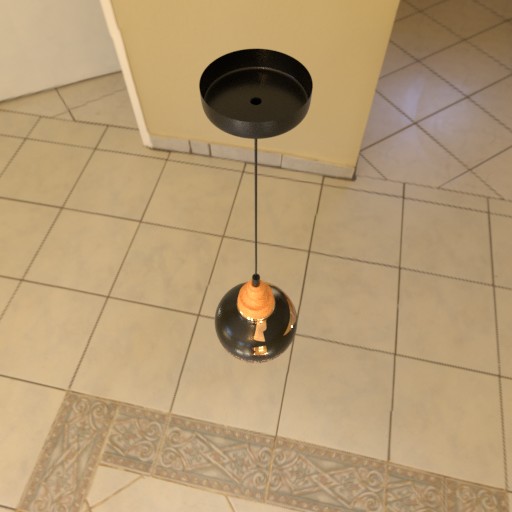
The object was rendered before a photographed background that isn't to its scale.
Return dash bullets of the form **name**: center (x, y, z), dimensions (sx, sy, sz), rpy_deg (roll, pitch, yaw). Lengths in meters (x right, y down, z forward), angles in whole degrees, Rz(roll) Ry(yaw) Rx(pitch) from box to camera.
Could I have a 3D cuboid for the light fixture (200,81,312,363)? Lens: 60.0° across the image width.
- **light fixture**: center (0.000, 0.000, 1.760), dimensions (0.430, 1.606, 0.430), rpy_deg (2, 59, 1)
